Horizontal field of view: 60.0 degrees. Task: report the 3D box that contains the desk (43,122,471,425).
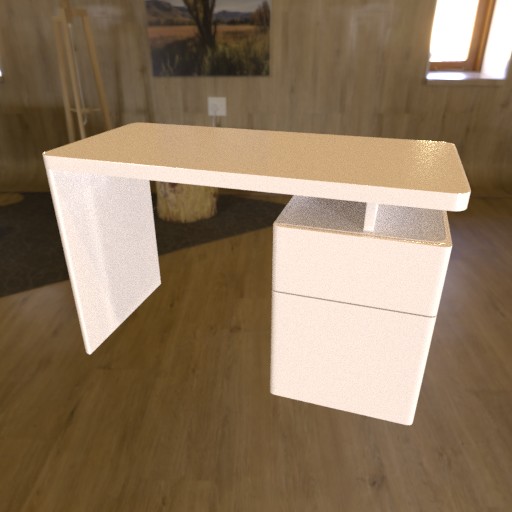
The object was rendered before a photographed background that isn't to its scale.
[{"bbox_3d":[0.000,0.000,1.565,1.200,0.760,0.550,8,28,16],"label":"desk"}]
